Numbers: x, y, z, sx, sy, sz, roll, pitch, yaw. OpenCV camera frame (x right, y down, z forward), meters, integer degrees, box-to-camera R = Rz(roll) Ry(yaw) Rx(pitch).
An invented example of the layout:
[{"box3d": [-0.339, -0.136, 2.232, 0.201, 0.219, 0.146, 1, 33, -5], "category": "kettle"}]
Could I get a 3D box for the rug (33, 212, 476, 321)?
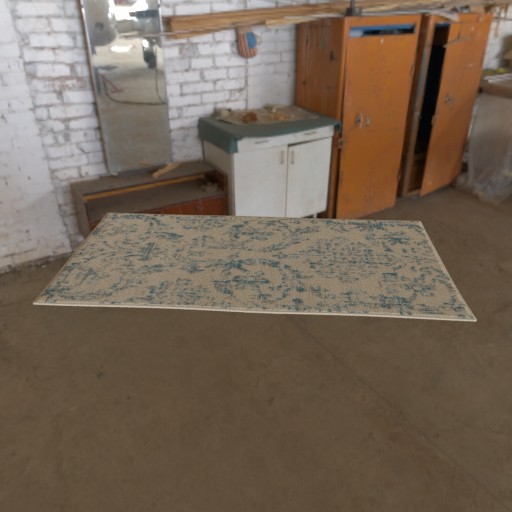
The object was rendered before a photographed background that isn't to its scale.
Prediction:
[{"box3d": [0.000, 0.000, 1.467, 1.220, 0.007, 0.605, 2, 31, 3], "category": "rug"}]
